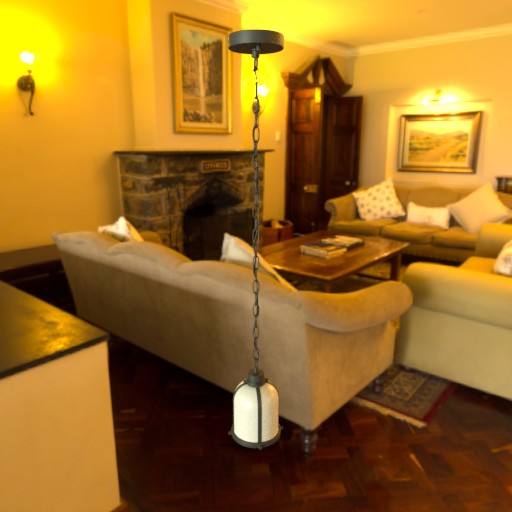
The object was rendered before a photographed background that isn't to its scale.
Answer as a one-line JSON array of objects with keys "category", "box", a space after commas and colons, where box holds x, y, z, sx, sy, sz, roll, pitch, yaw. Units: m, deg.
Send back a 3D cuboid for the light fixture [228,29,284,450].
[{"category": "light fixture", "box": [0.000, 0.000, 1.298, 0.178, 1.181, 0.178, -2, 14, -9]}]
